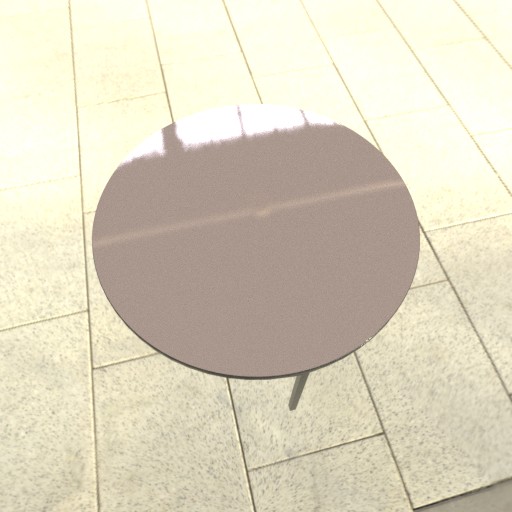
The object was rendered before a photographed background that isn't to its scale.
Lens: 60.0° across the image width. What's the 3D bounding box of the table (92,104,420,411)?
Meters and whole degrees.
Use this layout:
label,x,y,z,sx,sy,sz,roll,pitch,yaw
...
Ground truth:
label,x,y,z,sx,sy,sz,roll,pitch,yaw
table,0.000,0.000,1.267,0.800,0.400,0.800,0,60,0
